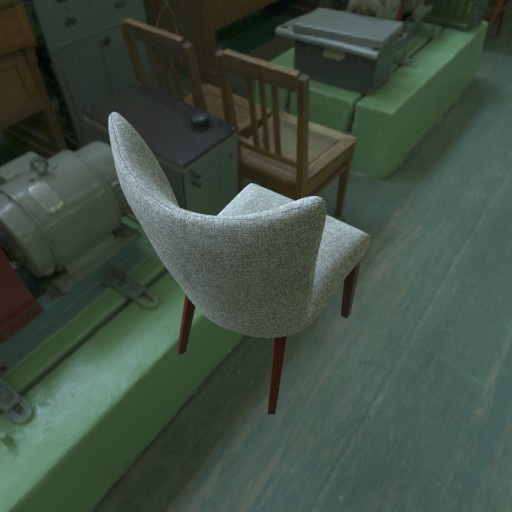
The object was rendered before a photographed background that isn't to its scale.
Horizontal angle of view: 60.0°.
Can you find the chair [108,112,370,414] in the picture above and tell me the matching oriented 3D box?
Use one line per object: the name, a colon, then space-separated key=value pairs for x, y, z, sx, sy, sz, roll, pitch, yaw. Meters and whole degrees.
chair: x=0.000 y=0.000 z=1.302 sx=0.535 sy=0.924 sz=0.623 roll=27 pitch=53 yaw=23
